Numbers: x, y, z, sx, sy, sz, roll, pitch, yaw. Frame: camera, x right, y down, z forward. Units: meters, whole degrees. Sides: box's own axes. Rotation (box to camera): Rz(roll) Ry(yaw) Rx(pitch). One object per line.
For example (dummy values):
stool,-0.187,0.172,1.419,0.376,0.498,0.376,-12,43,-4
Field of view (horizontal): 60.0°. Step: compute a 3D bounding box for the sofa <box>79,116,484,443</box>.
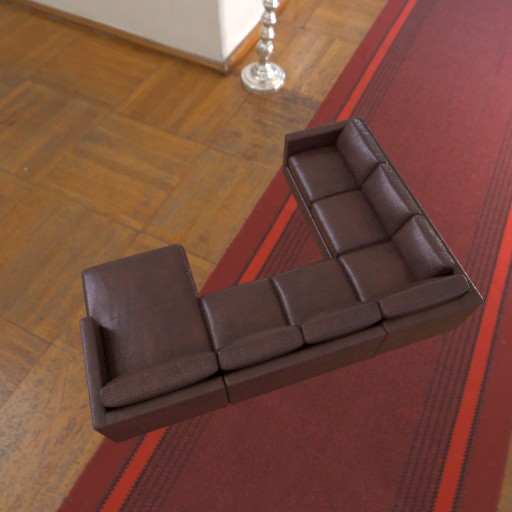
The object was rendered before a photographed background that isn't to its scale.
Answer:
sofa,0.000,0.000,4.374,3.324,0.891,2.452,-16,60,-9
